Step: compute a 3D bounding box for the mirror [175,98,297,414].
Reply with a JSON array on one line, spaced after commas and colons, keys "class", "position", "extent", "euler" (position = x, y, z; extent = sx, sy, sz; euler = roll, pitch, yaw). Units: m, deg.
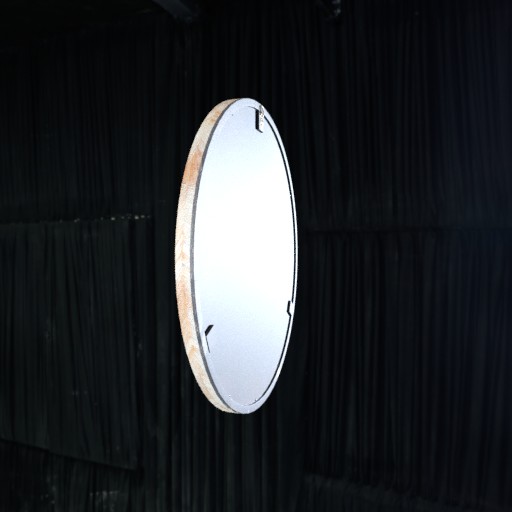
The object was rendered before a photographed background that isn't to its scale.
[{"class": "mirror", "position": [0.000, 0.000, 1.058], "extent": [0.038, 0.710, 0.710], "euler": [0, 1, 19]}]
